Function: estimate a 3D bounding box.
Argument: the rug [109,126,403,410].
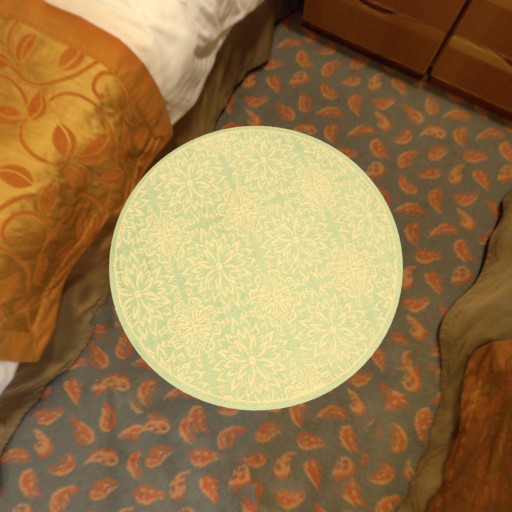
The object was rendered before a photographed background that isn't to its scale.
[{"bbox_3d":[0.000,0.000,2.413,1.593,0.012,1.593,0,75,0],"label":"rug"}]
